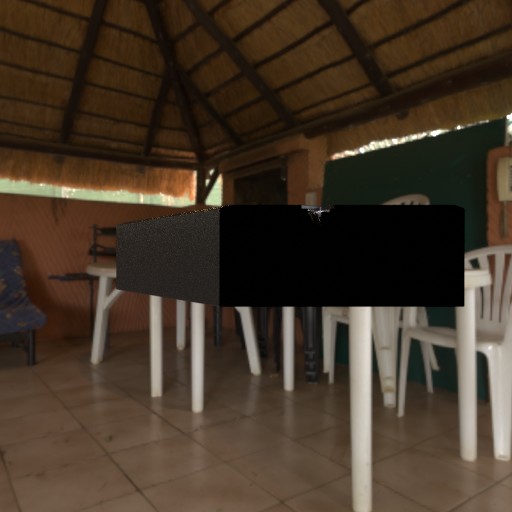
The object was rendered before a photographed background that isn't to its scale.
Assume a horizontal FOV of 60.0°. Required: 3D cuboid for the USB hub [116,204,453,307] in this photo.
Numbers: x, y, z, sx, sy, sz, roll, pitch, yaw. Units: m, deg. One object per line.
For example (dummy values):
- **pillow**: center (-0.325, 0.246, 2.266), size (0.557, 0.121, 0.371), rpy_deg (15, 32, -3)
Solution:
- **USB hub**: center (0.000, 0.000, 0.126), size (0.044, 0.023, 0.110), rpy_deg (0, 0, -37)
